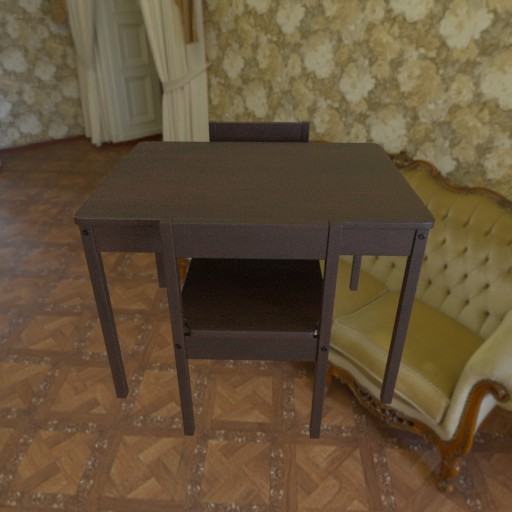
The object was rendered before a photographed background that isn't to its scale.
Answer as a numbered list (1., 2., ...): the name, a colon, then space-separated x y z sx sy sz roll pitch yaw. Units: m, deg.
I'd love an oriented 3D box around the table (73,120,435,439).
1. table: 0.000 0.000 1.100 0.650 0.503 0.672 1 30 1
